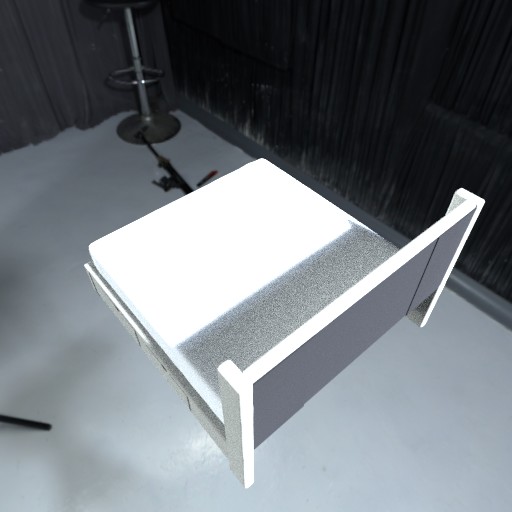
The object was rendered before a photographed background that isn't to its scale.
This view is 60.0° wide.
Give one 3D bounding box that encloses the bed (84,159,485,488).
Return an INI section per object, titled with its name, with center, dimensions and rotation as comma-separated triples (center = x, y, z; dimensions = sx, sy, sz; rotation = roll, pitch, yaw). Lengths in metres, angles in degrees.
[bed]
center = 0.000, 0.000, 3.634
dimensions = 2.140, 1.470, 2.280
rotation = -32, 55, -26
